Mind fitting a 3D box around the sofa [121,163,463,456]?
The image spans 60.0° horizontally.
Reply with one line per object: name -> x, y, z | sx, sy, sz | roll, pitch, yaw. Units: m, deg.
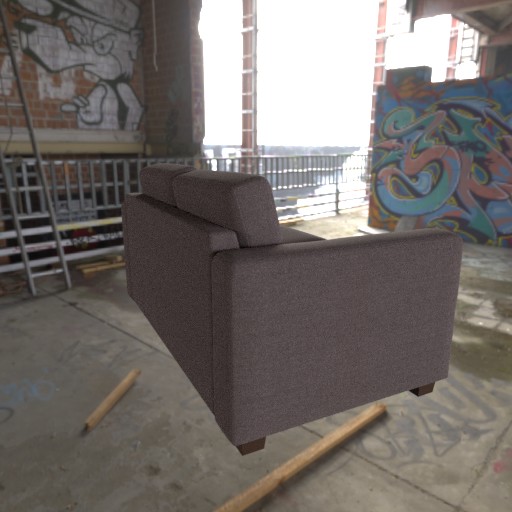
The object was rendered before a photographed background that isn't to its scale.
sofa -> 0.000, 0.000, 1.989 | 0.900, 0.800, 1.520 | -7, 16, -26
